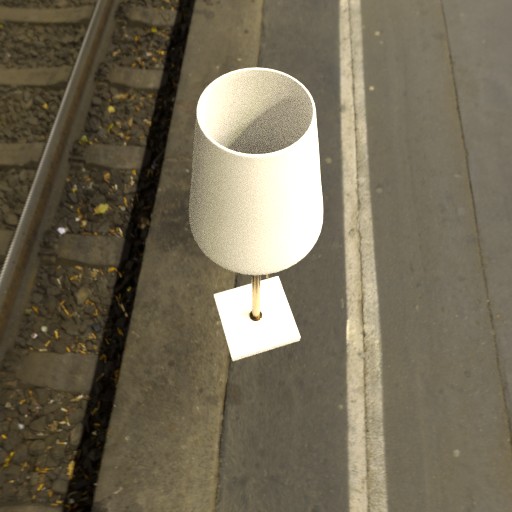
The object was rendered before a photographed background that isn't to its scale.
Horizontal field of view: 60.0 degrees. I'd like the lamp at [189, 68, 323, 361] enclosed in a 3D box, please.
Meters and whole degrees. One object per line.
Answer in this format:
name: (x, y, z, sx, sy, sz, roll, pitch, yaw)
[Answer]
lamp: (0.000, 0.000, 0.717, 0.181, 0.639, 0.181, -16, 64, -8)
